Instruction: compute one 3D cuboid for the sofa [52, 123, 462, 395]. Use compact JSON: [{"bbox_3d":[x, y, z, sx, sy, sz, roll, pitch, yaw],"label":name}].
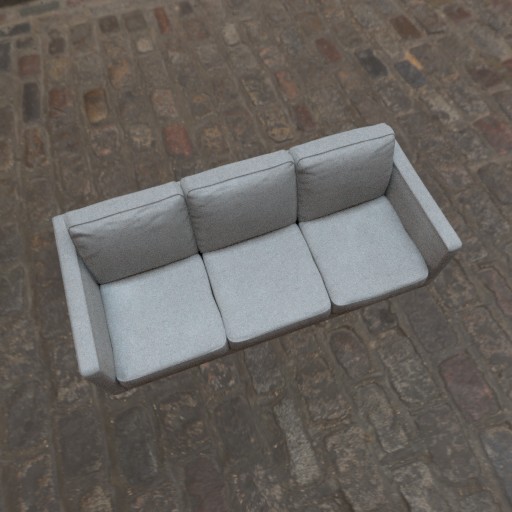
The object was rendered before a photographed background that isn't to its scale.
[{"bbox_3d":[0.000,0.000,2.537,1.983,0.918,0.944,-18,65,-9],"label":"sofa"}]
